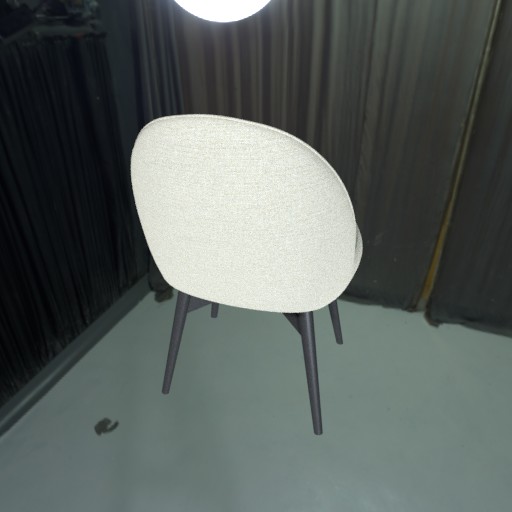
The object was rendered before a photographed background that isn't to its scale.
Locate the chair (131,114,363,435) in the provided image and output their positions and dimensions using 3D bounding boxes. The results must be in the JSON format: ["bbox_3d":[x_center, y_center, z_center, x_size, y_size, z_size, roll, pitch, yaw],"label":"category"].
[{"bbox_3d":[0.000,0.000,1.170,0.532,0.838,0.540,9,32,15],"label":"chair"}]
